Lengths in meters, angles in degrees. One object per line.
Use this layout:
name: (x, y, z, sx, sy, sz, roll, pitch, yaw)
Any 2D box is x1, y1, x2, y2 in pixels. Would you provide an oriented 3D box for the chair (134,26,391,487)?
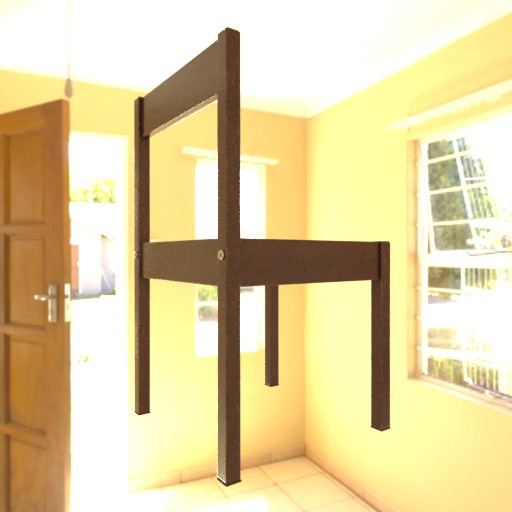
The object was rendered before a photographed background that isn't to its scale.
chair: (0.000, 0.000, 0.682, 0.285, 0.505, 0.285, 0, 0, -35)
